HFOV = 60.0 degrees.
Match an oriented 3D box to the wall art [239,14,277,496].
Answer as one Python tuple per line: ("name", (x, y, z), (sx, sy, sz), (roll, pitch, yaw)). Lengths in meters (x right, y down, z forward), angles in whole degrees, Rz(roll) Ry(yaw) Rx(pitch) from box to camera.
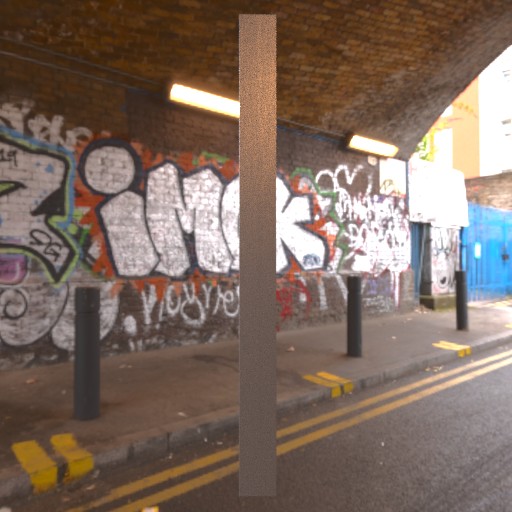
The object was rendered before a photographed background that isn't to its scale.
("wall art", (0.000, 0.000, 0.502), (0.030, 0.379, 0.308), (0, -1, -1))
